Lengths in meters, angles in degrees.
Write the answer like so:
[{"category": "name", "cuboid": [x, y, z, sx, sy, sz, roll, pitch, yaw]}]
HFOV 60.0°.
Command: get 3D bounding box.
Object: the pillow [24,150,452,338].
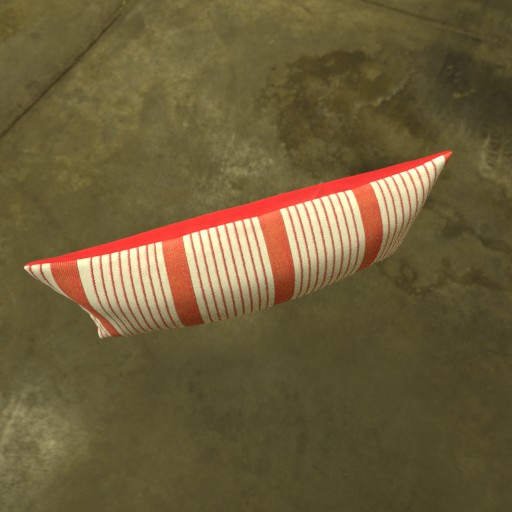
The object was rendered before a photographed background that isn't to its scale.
[{"category": "pillow", "cuboid": [0.000, 0.000, 0.726, 0.608, 0.297, 0.151, -16, 64, -8]}]
